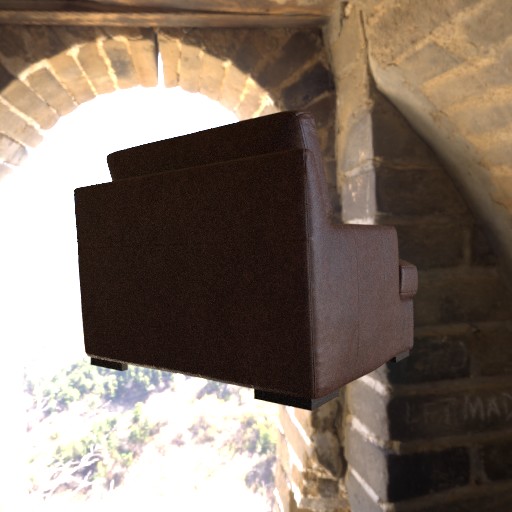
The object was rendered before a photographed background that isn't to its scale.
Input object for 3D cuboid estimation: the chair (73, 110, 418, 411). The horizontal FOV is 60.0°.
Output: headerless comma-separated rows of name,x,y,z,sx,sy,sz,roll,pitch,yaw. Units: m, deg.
chair,0.000,0.000,2.000,1.168,0.939,1.143,-1,-2,35
